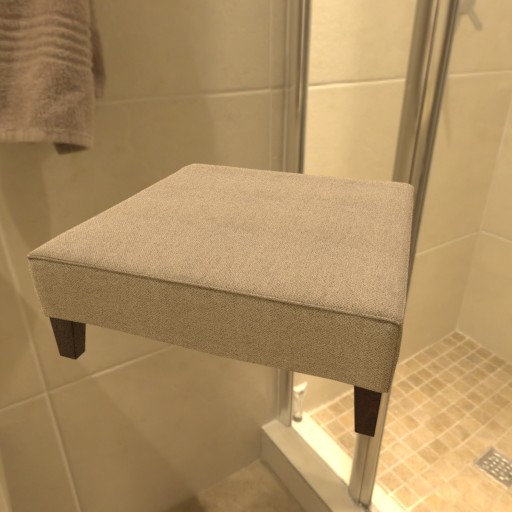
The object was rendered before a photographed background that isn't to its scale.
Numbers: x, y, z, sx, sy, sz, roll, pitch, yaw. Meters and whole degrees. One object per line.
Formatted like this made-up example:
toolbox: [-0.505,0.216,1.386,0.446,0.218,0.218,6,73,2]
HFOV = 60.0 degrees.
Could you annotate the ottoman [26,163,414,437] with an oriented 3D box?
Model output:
ottoman: [0.000,0.000,1.504,0.973,0.381,0.982,9,28,17]
